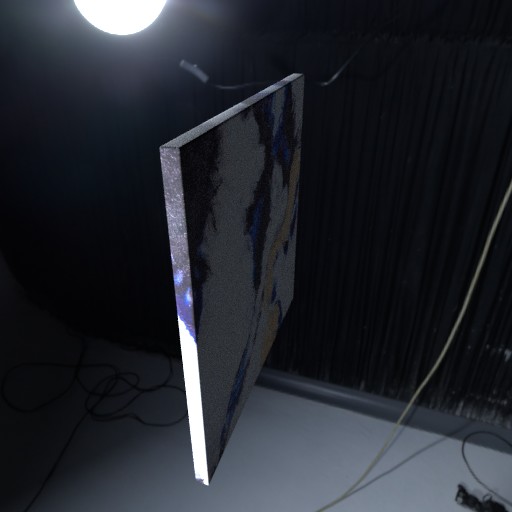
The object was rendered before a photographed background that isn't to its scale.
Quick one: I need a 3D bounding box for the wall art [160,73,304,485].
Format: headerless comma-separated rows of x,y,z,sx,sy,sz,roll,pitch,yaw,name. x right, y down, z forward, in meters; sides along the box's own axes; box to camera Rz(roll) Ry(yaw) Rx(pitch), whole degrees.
0.000,0.000,1.298,0.038,0.885,0.887,9,31,16,wall art
